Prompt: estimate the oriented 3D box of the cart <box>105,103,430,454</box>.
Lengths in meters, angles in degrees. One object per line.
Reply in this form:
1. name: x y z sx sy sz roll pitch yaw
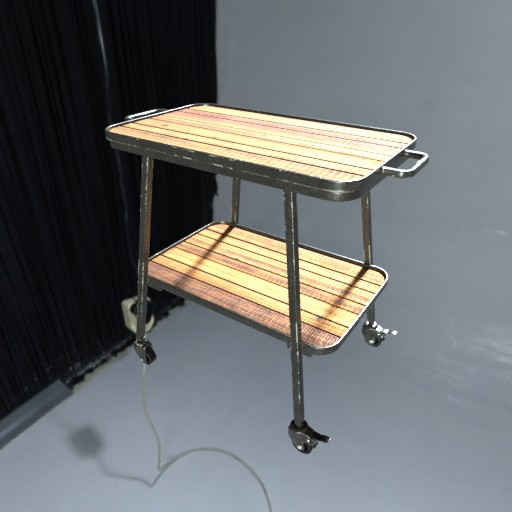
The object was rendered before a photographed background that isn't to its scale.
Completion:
1. cart: 0.000 0.000 1.256 0.806 0.700 0.515 19 35 29
